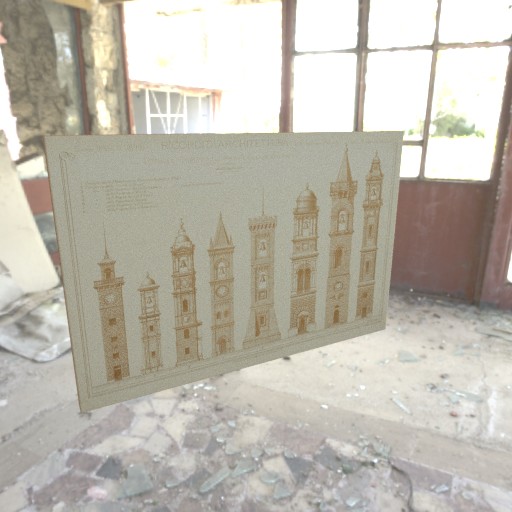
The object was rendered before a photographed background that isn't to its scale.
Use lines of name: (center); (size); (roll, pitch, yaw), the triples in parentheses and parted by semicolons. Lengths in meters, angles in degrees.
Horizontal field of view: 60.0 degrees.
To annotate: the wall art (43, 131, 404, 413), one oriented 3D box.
wall art: (0.000, 0.000, 1.135); (0.915, 0.608, 0.033); (-9, 19, -26)
